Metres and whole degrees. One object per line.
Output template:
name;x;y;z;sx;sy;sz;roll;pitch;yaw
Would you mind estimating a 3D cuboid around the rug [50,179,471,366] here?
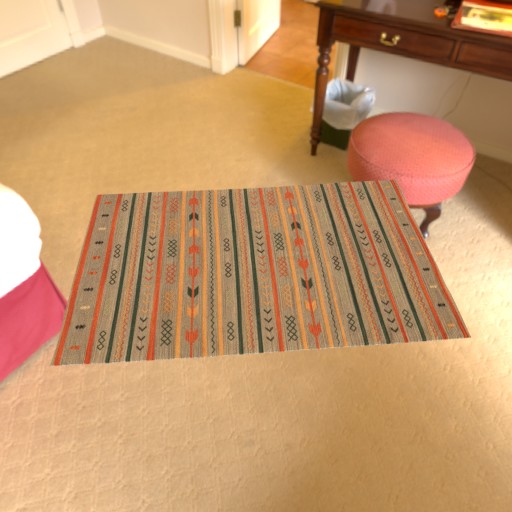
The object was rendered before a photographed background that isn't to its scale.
rug;0.000;0.000;3.075;2.439;0.029;1.537;-3;47;-3
